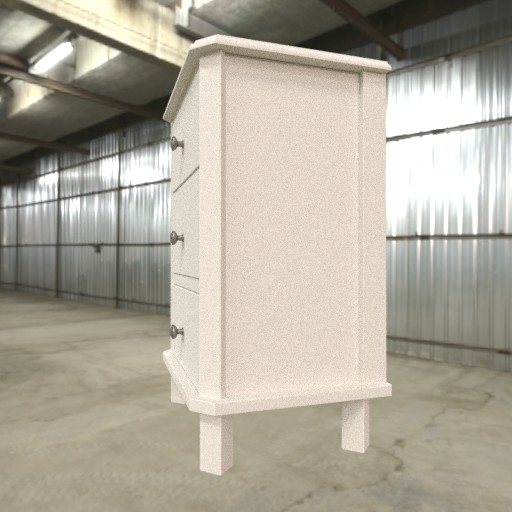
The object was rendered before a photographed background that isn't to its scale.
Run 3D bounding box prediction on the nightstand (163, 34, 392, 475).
[{"bbox_3d":[0.000,0.000,0.917,0.351,0.681,0.435,0,0,-18],"label":"nightstand"}]
